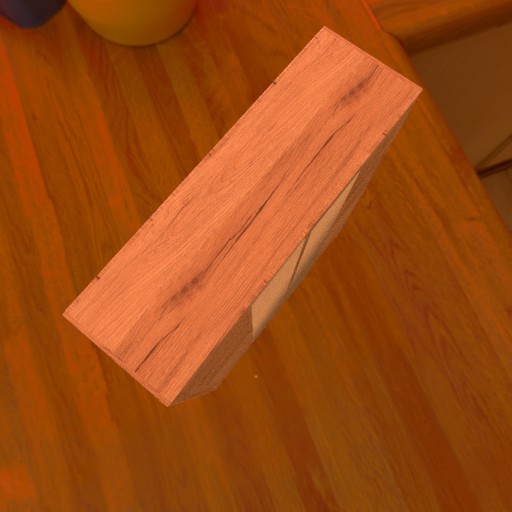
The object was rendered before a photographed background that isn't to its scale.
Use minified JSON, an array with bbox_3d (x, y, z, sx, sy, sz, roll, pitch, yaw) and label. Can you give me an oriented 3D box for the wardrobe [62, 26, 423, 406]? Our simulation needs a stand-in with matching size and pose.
[{"bbox_3d":[0.000,0.000,2.940,0.580,2.070,1.810,37,78,9],"label":"wardrobe"}]
